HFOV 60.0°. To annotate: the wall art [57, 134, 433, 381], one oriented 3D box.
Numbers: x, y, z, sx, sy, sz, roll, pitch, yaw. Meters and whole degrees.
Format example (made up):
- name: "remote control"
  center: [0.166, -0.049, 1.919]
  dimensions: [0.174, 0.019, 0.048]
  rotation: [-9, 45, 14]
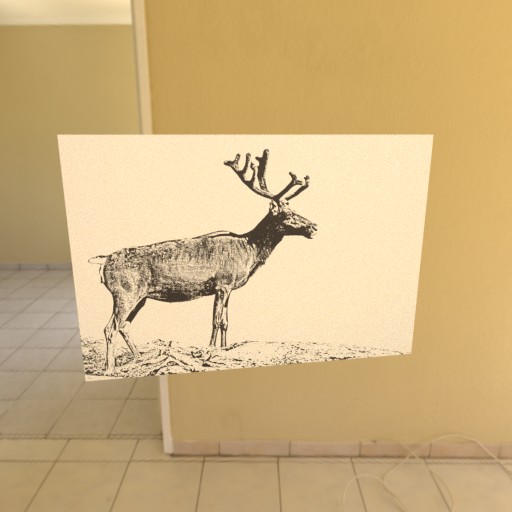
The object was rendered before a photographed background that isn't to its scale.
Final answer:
- name: "wall art"
  center: [0.000, 0.000, 0.784]
  dimensions: [0.608, 0.414, 0.042]
  rotation: [-3, 16, -9]
